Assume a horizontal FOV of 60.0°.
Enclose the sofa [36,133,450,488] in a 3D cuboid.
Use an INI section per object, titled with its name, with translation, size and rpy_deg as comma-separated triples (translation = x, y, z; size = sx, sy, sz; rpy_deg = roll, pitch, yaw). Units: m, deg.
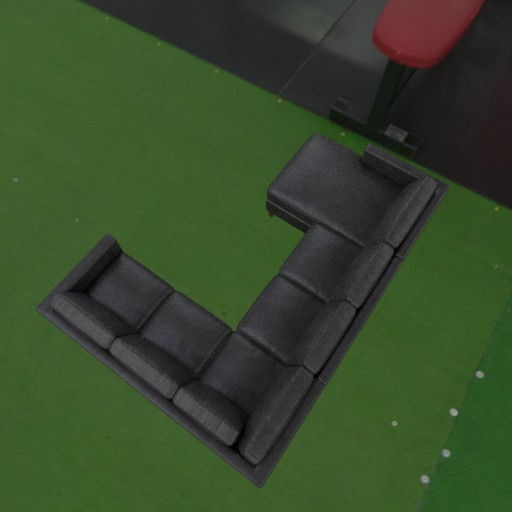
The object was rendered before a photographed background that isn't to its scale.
[sofa]
translation = 0.000, 0.000, 4.448
size = 2.452, 0.891, 3.324
rpy_deg = 33, 69, 14
